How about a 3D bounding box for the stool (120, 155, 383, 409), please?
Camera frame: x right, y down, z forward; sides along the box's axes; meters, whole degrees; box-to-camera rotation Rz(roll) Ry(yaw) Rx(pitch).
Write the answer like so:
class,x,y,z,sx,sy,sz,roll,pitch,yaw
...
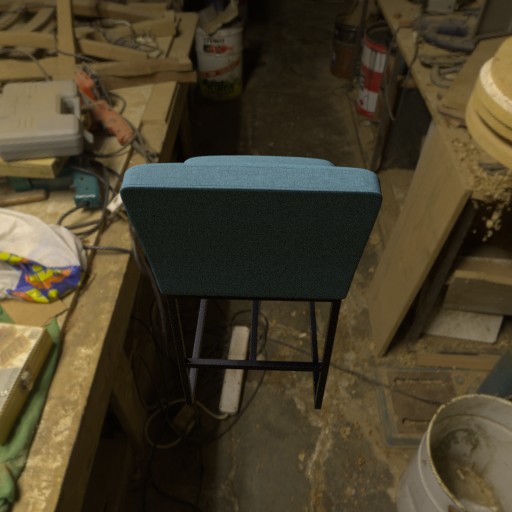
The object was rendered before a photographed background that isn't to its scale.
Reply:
class,x,y,z,sx,sy,sz,roll,pitch,yaw
stool,0.000,0.000,1.259,0.460,0.940,0.560,1,47,1
